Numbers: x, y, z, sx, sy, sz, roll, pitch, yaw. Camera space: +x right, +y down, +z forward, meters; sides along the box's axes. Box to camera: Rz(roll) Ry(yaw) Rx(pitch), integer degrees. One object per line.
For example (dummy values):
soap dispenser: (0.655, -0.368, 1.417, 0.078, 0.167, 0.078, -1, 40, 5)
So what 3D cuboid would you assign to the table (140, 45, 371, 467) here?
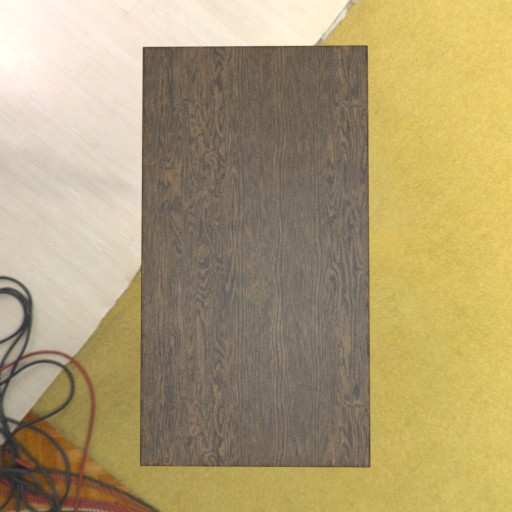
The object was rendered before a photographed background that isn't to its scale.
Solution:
table: (0.000, 0.000, 2.487, 1.078, 0.795, 1.989, 0, 89, 1)
